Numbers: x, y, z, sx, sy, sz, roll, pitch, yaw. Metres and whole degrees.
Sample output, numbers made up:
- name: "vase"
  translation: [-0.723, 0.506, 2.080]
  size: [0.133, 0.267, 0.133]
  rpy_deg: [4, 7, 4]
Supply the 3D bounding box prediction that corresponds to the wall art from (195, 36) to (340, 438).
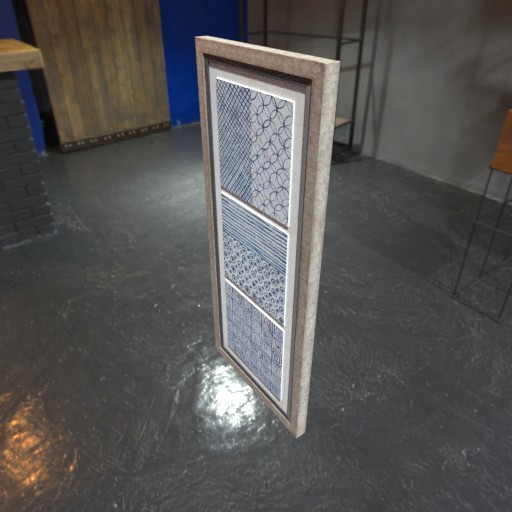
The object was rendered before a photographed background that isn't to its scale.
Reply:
- name: "wall art"
  translation: [0.000, 0.000, 1.699]
  size: [0.051, 1.461, 0.648]
  rpy_deg: [-21, 38, -29]
